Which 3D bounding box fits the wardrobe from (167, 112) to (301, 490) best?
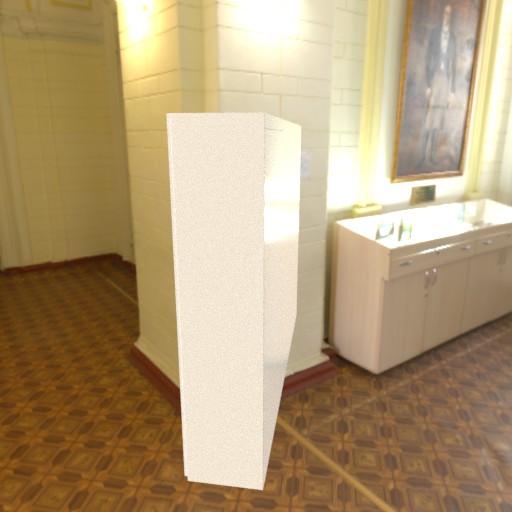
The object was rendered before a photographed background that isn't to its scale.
[{"bbox_3d":[0.000,0.000,4.074,0.580,2.360,3.000,2,15,9],"label":"wardrobe"}]
